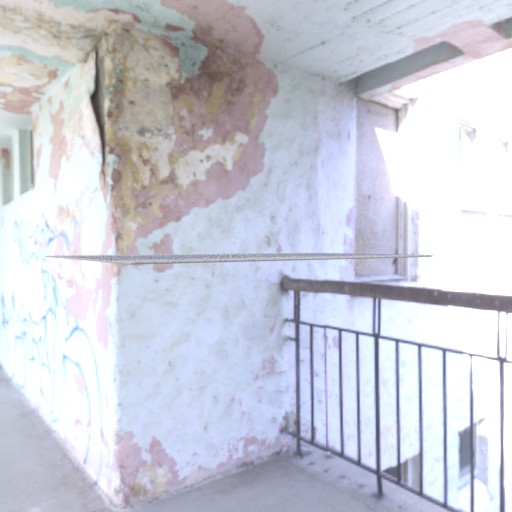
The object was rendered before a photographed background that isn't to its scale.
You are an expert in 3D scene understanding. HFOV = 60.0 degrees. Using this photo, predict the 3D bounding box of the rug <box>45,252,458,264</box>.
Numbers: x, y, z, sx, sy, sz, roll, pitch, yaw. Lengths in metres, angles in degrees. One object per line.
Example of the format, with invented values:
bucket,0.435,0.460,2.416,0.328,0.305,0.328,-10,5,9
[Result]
rug,0.000,0.000,2.353,1.828,0.005,1.219,-1,2,-36
